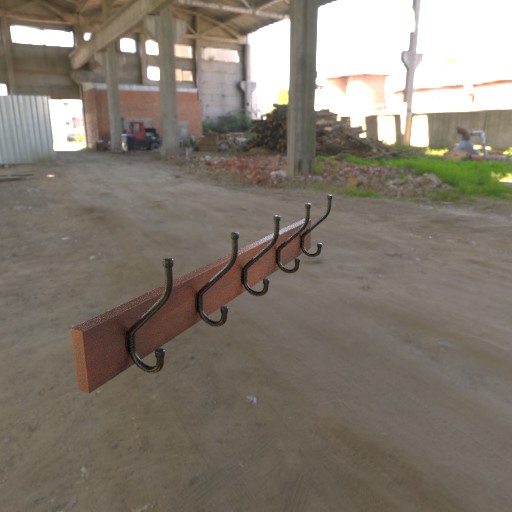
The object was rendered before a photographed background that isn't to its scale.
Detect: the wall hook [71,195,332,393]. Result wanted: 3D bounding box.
[{"bbox_3d":[0.000,0.000,0.611,0.071,0.117,0.571,8,17,25],"label":"wall hook"}]
